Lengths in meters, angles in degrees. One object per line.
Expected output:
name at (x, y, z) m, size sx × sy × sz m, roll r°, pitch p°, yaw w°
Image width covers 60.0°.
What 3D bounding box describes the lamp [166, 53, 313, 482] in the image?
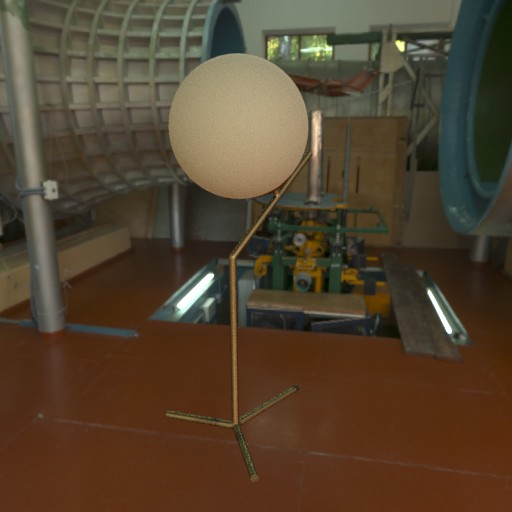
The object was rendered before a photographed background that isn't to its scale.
lamp at (0.000, 0.000, 0.667) m, size 0.251 × 0.552 × 0.210 m, roll -14°, pitch 21°, yaw -43°
